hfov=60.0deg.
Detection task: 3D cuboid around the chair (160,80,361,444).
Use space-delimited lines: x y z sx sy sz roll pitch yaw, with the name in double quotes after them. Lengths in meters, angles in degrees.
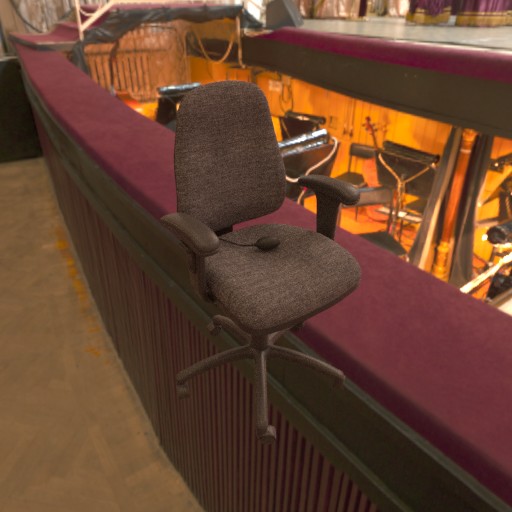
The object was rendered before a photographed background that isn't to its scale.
0.000 0.000 1.277 0.550 0.910 0.530 -21 36 -31 "chair"
